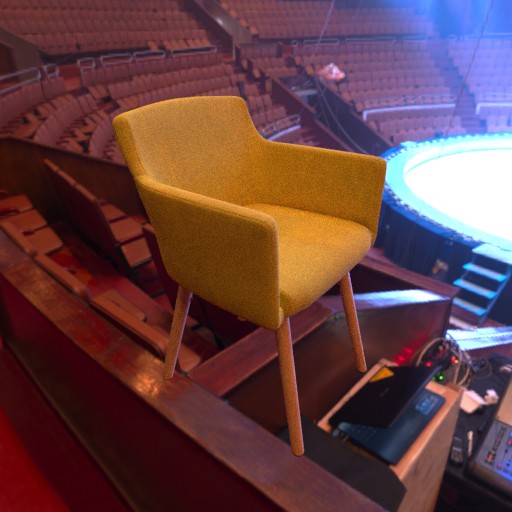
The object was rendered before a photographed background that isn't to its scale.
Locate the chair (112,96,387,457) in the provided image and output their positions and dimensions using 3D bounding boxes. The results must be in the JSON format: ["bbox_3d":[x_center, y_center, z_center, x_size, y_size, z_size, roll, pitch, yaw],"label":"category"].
[{"bbox_3d":[0.000,0.000,1.209,0.570,0.780,0.570,18,32,32],"label":"chair"}]
